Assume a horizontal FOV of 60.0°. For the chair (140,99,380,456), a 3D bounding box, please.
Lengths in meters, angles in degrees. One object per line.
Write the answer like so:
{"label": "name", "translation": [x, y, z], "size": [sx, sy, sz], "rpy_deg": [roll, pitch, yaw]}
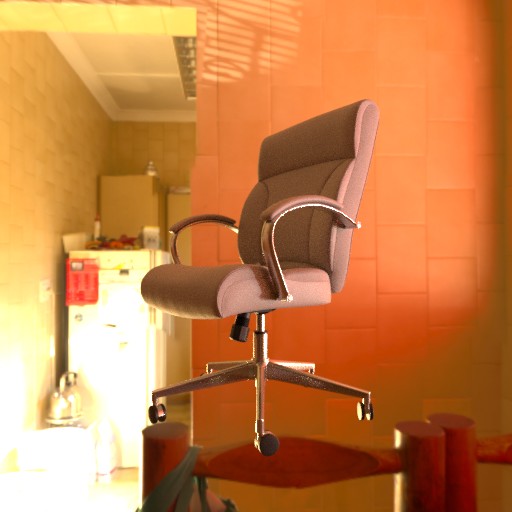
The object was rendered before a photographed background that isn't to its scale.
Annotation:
{"label": "chair", "translation": [0.000, 0.000, 1.614], "size": [0.745, 1.099, 0.727], "rpy_deg": [1, -1, -35]}
